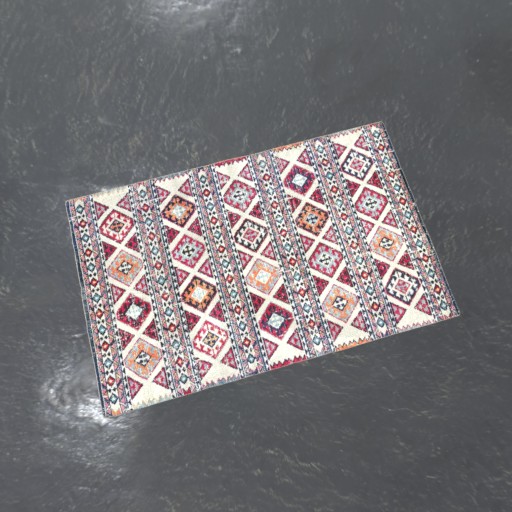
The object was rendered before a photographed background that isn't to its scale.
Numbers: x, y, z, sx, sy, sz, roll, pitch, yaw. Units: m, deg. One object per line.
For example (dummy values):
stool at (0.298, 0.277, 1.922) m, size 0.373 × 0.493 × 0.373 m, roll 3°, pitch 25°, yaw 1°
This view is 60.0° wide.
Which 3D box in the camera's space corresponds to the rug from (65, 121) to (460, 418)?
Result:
rug at (0.000, 0.000, 3.088) m, size 2.440 × 0.010 × 1.545 m, roll -15°, pitch 75°, yaw -4°
